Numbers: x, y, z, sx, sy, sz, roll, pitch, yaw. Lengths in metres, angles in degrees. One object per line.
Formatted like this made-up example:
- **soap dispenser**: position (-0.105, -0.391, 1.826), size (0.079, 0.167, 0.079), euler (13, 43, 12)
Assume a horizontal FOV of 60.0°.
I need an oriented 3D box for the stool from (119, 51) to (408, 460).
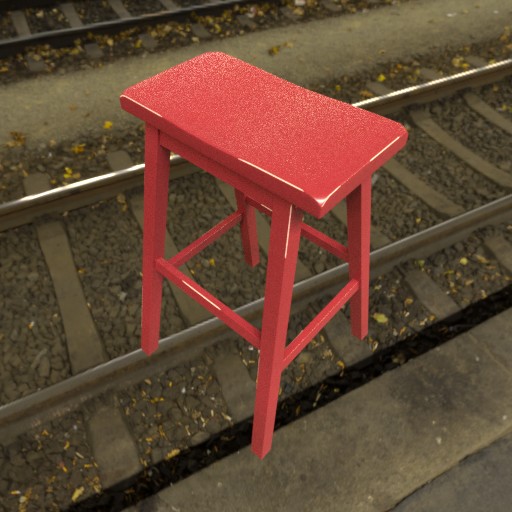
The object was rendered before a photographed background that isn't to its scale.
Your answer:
- **stool**: position (0.000, 0.000, 1.017), size (0.457, 0.737, 0.476), euler (33, 56, 27)
